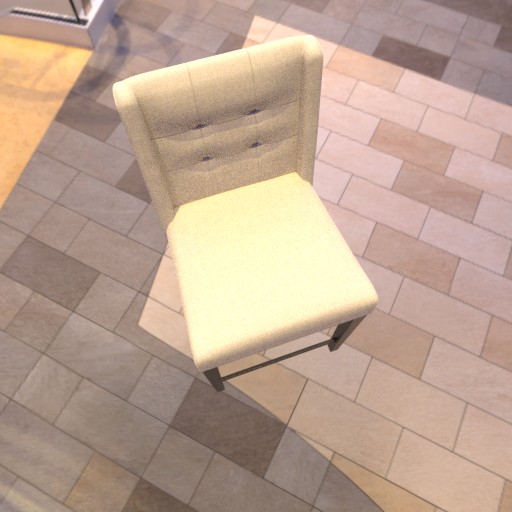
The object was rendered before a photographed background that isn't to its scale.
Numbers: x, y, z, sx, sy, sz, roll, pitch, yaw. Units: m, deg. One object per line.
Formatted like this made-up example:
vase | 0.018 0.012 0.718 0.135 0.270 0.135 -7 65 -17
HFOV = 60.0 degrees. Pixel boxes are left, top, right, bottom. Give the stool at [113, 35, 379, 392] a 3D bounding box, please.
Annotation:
stool | 0.000 0.000 1.223 0.474 0.939 0.509 -18 67 -8
